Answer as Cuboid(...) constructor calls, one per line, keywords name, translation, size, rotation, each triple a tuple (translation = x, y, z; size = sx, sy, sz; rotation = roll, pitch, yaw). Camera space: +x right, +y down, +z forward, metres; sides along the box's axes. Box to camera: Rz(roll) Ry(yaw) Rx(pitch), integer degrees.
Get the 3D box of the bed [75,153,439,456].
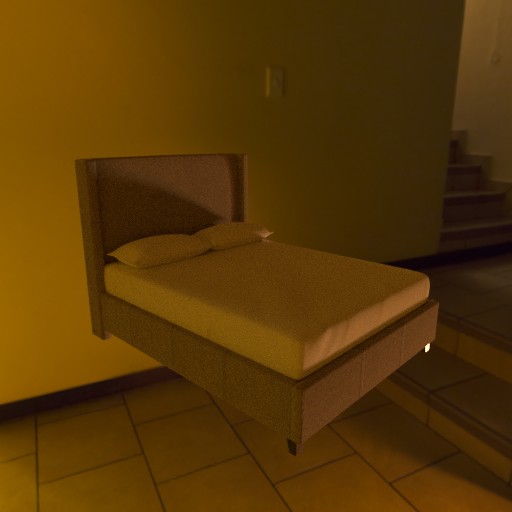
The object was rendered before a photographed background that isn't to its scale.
Cuboid(name="bed", translation=(0.000, 0.000, 3.448), size=(2.245, 1.481, 1.714), rotation=(14, 20, 42))
